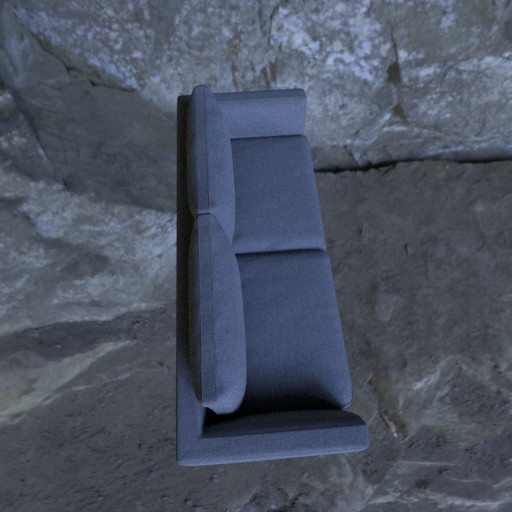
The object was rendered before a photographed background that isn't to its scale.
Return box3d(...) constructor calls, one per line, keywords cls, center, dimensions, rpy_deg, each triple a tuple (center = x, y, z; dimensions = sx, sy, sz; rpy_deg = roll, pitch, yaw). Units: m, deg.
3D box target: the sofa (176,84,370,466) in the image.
box3d(cls="sofa", center=(0.000, 0.000, 2.628), dimensions=(0.869, 1.002, 2.212), rpy_deg=(-4, 62, -2))
